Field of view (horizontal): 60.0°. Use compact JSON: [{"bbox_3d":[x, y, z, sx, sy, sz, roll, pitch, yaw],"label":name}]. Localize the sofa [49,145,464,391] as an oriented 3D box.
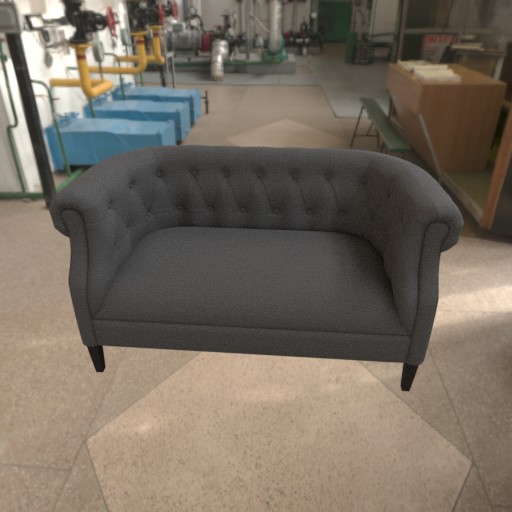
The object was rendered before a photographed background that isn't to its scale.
[{"bbox_3d":[0.000,0.000,2.050,1.558,0.827,0.835,2,31,4],"label":"sofa"}]
